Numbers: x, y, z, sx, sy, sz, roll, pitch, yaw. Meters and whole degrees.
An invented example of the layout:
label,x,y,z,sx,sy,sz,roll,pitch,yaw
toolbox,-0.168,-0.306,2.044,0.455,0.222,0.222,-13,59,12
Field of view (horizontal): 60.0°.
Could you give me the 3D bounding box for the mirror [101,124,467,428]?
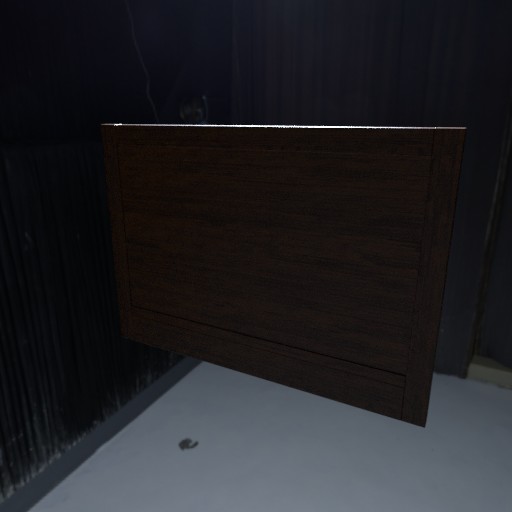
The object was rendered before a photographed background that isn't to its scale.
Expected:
label,x,y,z,sx,sy,sz,roll,pitch,yaw
mirror,0.000,0.000,0.950,0.758,0.537,0.084,9,20,27
